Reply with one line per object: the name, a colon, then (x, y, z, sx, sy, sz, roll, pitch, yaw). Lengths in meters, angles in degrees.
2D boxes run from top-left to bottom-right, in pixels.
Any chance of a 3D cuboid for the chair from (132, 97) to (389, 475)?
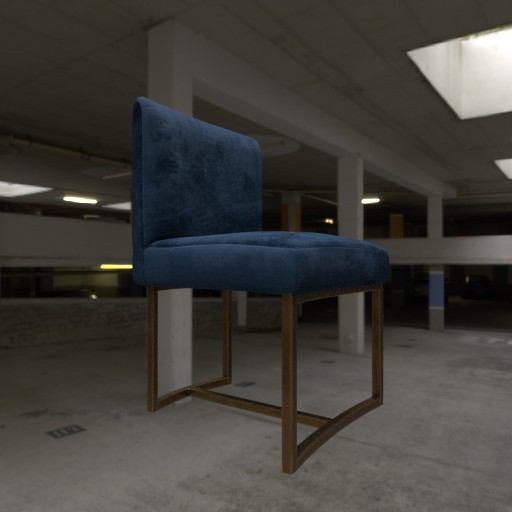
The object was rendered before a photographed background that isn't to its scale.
chair: (0.000, 0.000, 1.180, 0.560, 0.824, 0.530, 0, 0, 35)
